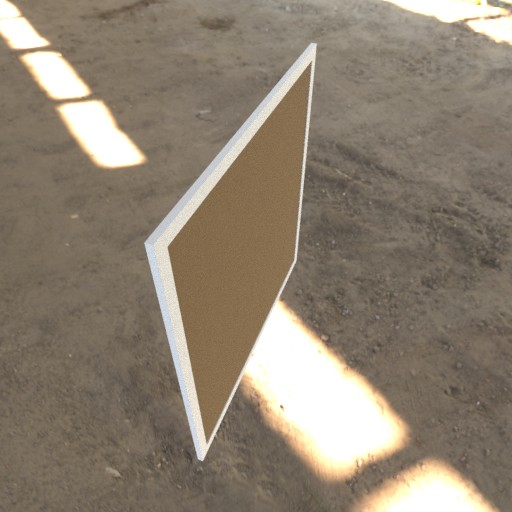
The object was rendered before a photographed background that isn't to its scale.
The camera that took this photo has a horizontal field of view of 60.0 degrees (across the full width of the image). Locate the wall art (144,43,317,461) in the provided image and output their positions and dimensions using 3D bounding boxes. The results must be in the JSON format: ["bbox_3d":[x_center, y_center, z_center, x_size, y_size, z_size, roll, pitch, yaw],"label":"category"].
[{"bbox_3d":[0.000,0.000,1.178,0.015,0.812,0.812,16,48,15],"label":"wall art"}]
